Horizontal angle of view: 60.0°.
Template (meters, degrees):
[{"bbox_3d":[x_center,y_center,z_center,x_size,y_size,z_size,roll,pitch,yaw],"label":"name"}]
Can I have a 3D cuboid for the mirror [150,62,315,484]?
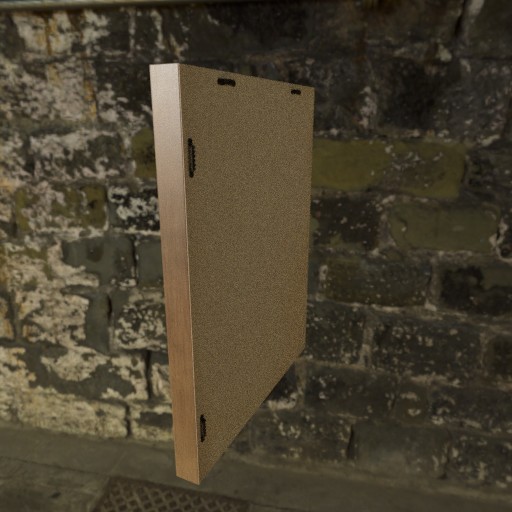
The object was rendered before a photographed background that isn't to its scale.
[{"bbox_3d":[0.000,0.000,0.683,0.041,0.508,0.405,8,19,25],"label":"mirror"}]
